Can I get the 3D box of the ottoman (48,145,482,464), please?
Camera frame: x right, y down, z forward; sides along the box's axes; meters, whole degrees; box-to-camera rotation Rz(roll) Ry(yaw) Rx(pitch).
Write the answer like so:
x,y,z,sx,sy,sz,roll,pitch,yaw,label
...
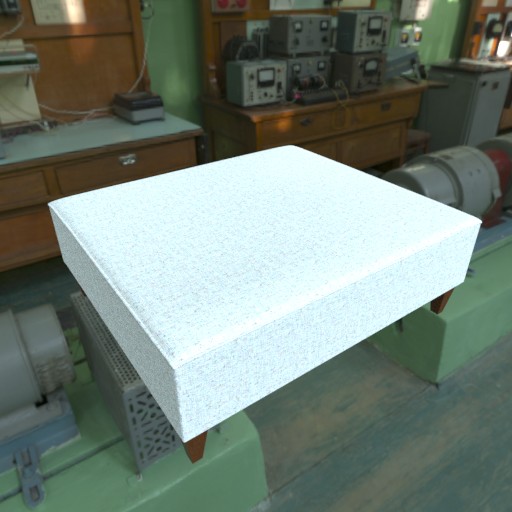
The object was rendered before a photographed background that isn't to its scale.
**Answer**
x,y,z,sx,sy,sz,roll,pitch,yaw,label
0.000,0.000,1.192,0.835,0.303,0.736,-21,37,-30,ottoman
